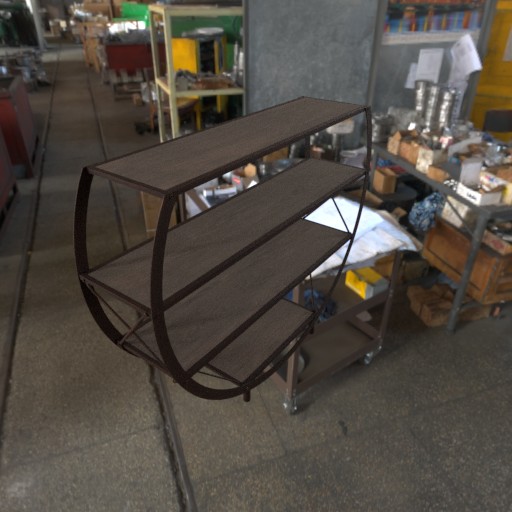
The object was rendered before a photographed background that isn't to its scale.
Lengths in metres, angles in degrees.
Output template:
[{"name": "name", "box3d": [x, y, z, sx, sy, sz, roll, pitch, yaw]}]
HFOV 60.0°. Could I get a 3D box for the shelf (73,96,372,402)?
[{"name": "shelf", "box3d": [0.000, 0.000, 1.876, 0.344, 1.063, 1.403, 21, 37, 31]}]
